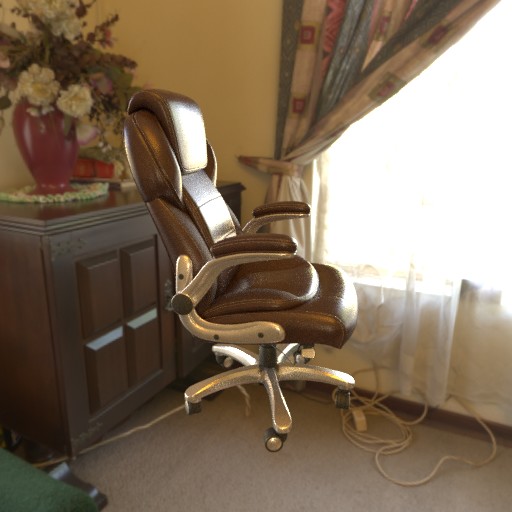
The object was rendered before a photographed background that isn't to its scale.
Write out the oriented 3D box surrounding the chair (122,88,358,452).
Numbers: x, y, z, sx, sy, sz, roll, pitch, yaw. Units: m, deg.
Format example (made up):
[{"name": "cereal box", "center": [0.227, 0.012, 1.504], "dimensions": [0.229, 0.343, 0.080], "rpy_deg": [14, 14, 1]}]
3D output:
[{"name": "chair", "center": [0.000, 0.000, 1.647], "dimensions": [0.774, 1.160, 0.733], "rpy_deg": [3, 16, 10]}]
